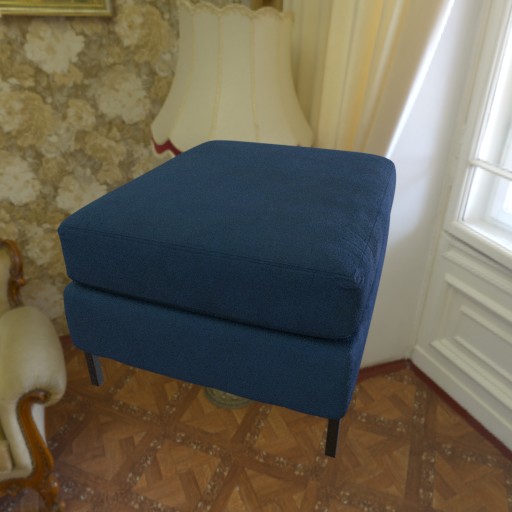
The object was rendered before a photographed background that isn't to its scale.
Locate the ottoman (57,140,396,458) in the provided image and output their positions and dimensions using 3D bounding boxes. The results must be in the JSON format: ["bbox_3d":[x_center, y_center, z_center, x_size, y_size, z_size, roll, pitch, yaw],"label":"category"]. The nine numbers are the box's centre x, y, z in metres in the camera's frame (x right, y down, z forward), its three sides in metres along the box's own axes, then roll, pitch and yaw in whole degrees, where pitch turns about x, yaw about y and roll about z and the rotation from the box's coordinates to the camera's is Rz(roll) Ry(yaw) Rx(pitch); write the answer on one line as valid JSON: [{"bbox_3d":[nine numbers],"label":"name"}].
[{"bbox_3d":[0.000,0.000,1.207,0.655,0.485,0.794,10,30,18],"label":"ottoman"}]
